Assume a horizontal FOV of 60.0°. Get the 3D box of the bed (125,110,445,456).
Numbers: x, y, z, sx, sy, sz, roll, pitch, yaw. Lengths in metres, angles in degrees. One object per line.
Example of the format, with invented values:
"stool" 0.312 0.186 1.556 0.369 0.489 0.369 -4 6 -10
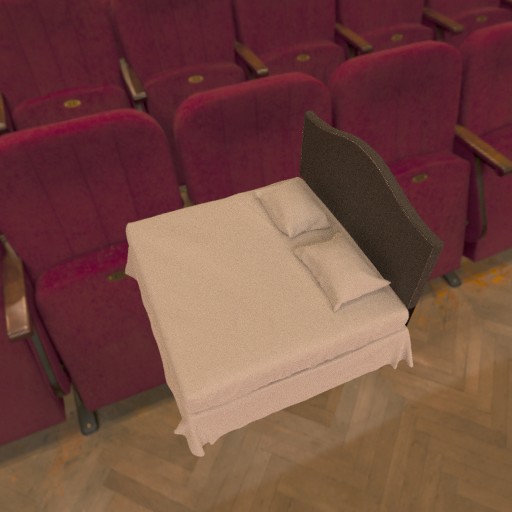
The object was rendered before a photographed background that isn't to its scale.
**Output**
"bed" 0.000 0.000 3.880 2.219 1.651 2.314 -18 50 -16
